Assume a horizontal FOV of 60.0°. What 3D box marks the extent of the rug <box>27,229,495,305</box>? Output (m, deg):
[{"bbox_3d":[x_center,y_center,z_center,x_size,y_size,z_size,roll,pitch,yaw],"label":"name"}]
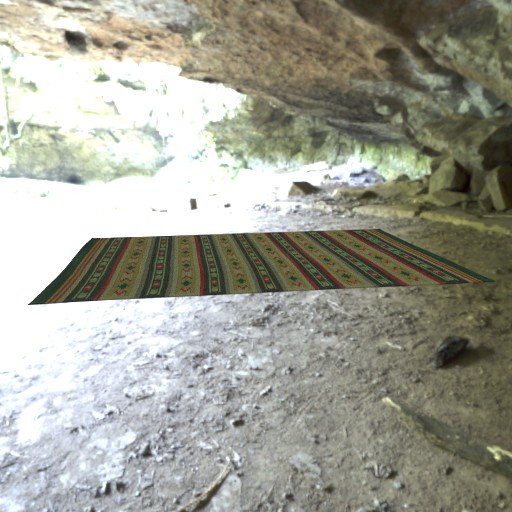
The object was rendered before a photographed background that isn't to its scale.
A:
[{"bbox_3d":[0.000,0.000,3.002,2.447,0.011,1.520,-2,15,-8],"label":"rug"}]
